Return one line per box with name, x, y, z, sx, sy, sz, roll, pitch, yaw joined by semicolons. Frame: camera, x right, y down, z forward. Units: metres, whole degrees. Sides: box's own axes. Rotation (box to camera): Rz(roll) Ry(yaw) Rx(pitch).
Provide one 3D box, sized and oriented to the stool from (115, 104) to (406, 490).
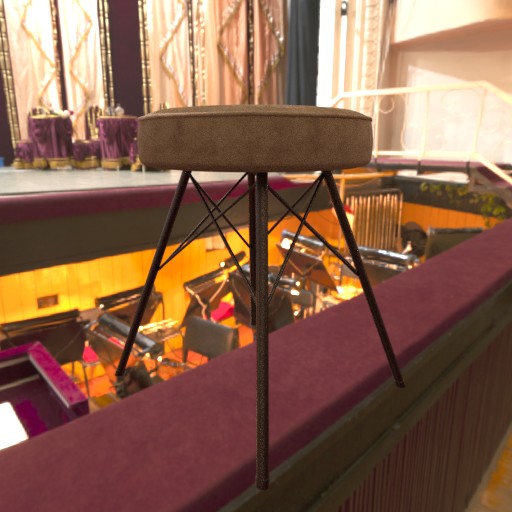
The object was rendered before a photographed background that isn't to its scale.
stool;0.000;0.000;0.860;0.423;0.538;0.457;-13;19;-42
